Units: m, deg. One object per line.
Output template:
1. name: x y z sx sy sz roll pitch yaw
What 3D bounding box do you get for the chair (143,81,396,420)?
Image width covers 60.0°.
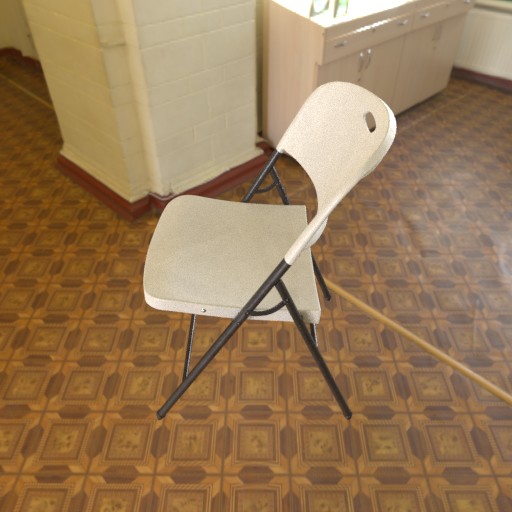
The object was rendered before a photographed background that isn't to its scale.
1. chair: 0.000 0.000 1.178 0.566 0.810 0.494 0 41 0
